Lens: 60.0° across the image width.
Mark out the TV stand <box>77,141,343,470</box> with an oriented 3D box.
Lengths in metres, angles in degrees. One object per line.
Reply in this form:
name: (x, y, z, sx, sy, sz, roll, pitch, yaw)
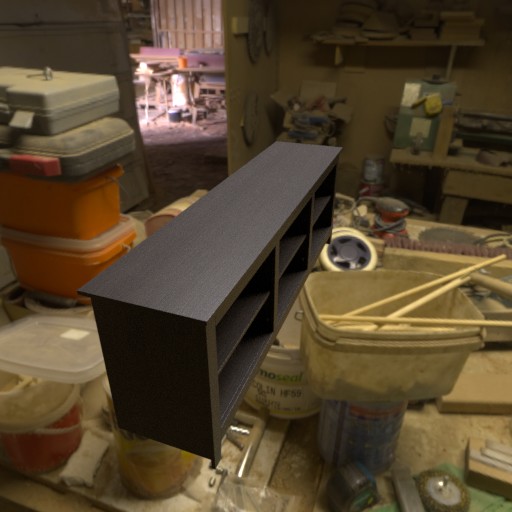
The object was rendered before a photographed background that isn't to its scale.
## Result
TV stand: (0.000, 0.000, 2.060, 0.406, 0.610, 1.778, 10, 30, 18)
